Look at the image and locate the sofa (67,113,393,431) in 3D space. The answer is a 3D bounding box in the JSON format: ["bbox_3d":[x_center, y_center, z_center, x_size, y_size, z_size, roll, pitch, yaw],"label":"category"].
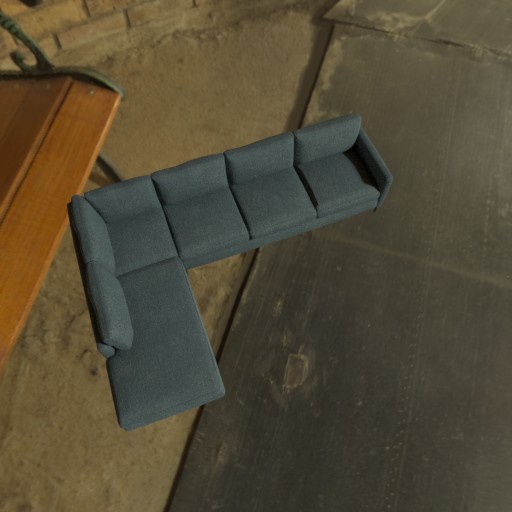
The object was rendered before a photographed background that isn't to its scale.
[{"bbox_3d":[0.000,0.000,3.952,2.949,0.815,2.007,-19,65,-9],"label":"sofa"}]
